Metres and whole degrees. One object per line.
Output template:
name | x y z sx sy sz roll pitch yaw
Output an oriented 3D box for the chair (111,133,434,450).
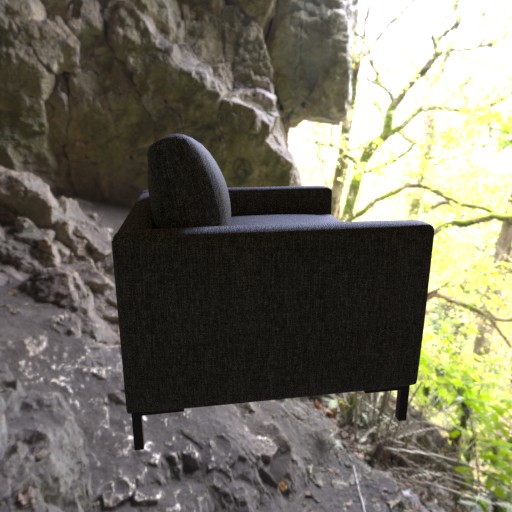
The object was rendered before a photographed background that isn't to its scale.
chair | 0.000 0.000 1.617 0.866 0.861 0.963 -3 16 -9
